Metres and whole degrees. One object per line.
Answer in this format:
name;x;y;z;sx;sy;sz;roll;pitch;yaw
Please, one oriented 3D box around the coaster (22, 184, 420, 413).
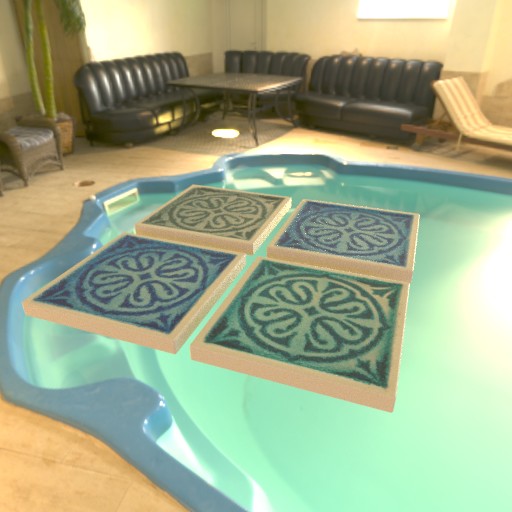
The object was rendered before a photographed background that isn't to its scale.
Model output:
coaster;0.000;0.000;0.319;0.214;0.010;0.219;10;30;18
